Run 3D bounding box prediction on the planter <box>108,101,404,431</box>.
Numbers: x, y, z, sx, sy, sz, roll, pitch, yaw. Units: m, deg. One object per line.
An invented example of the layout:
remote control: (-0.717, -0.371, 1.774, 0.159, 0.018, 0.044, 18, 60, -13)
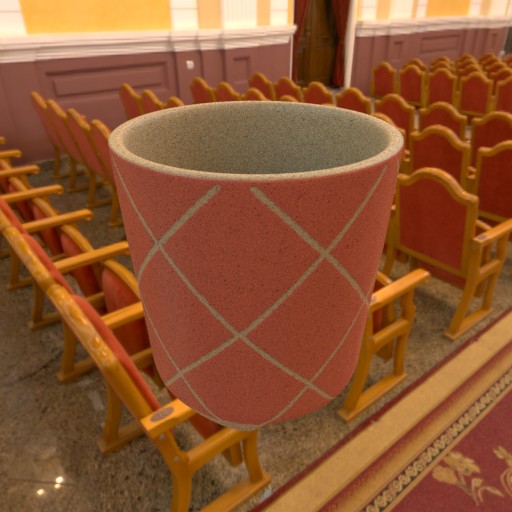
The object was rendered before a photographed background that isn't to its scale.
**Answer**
planter: (0.000, 0.000, 0.412, 0.227, 0.235, 0.227, 0, 30, 0)
